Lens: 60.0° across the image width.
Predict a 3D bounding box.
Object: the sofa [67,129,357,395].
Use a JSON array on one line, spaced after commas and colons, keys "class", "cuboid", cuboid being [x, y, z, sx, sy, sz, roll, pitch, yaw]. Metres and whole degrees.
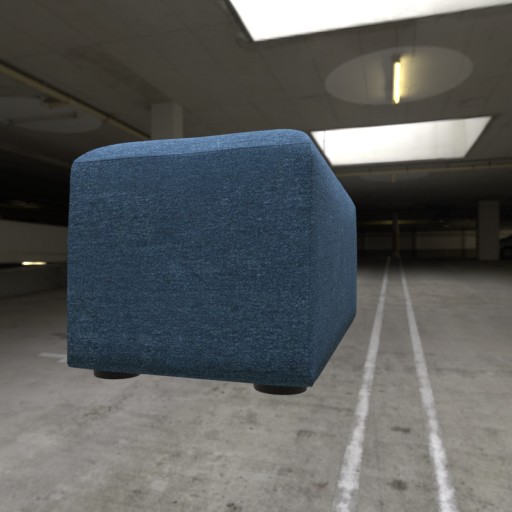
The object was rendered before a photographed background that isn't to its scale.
[{"class": "sofa", "cuboid": [0.000, 0.000, 1.200, 0.480, 0.470, 0.930, 0, 0, 17]}]
